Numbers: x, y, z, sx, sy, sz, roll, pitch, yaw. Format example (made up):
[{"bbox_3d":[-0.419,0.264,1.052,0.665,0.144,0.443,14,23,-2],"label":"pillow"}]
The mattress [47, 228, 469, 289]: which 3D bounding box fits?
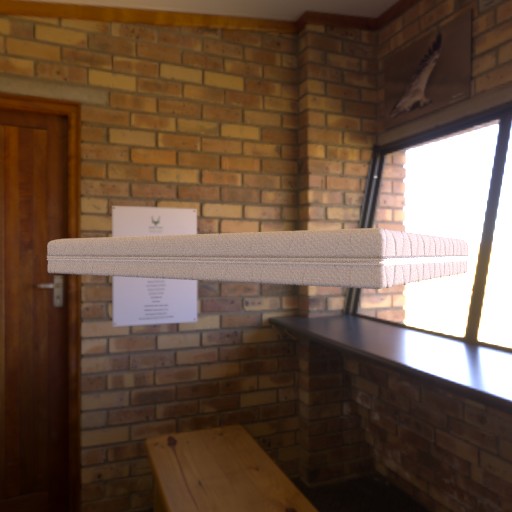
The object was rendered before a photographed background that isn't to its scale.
[{"bbox_3d":[0.000,0.000,2.552,2.000,0.200,1.400,0,0,36],"label":"mattress"}]
